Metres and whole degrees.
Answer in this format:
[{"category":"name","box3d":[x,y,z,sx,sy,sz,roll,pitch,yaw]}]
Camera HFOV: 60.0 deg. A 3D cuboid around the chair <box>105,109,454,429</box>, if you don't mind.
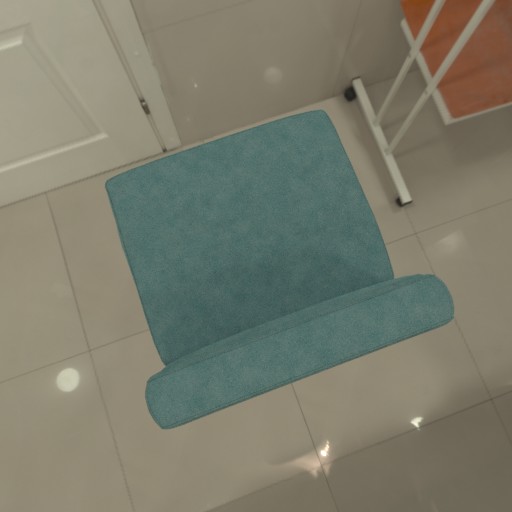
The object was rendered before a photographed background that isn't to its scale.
[{"category":"chair","box3d":[0.000,0.000,1.262,0.684,0.660,0.685,-20,78,-4]}]
